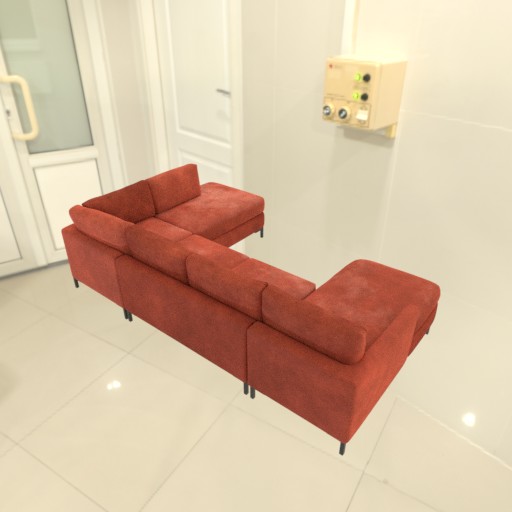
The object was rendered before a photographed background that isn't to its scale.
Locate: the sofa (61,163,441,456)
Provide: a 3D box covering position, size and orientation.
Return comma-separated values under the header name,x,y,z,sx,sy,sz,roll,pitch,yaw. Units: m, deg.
name,x,y,z,sx,sy,sz,roll,pitch,yaw
sofa,0.000,0.000,3.890,2.971,0.858,1.981,22,37,32
